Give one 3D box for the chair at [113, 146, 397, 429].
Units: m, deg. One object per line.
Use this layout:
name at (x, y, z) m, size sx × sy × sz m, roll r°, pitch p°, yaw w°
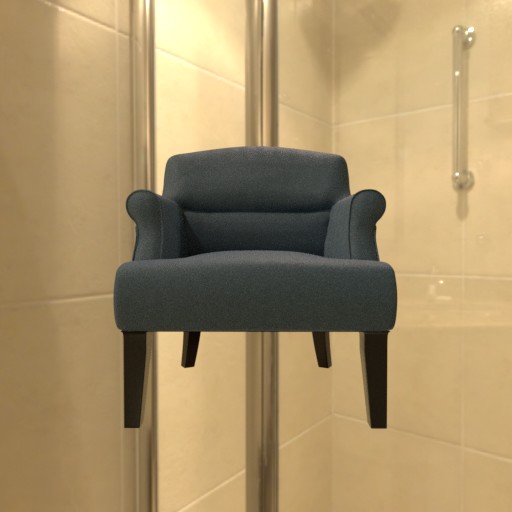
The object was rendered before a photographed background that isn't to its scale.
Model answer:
chair at (0.000, 0.000, 1.472) m, size 0.770 × 0.878 × 0.754 m, roll 0°, pitch 1°, yaw 0°
